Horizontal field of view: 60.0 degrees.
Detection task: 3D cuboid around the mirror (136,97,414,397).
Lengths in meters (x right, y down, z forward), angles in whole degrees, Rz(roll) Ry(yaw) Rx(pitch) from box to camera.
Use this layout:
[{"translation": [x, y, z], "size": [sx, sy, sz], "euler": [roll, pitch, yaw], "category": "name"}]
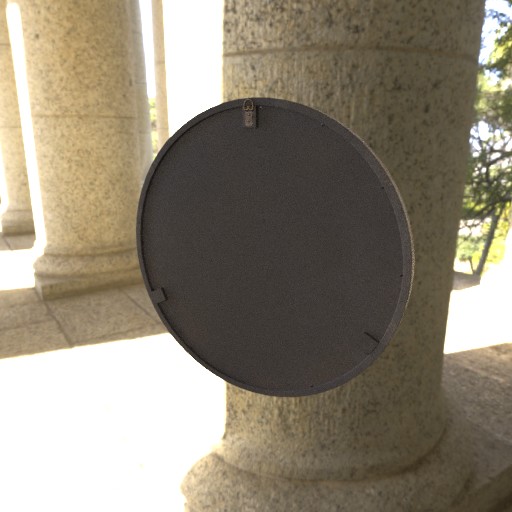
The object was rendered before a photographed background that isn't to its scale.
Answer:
[{"translation": [0.000, 0.000, 1.054], "size": [0.710, 0.710, 0.038], "euler": [7, 16, 26], "category": "mirror"}]
